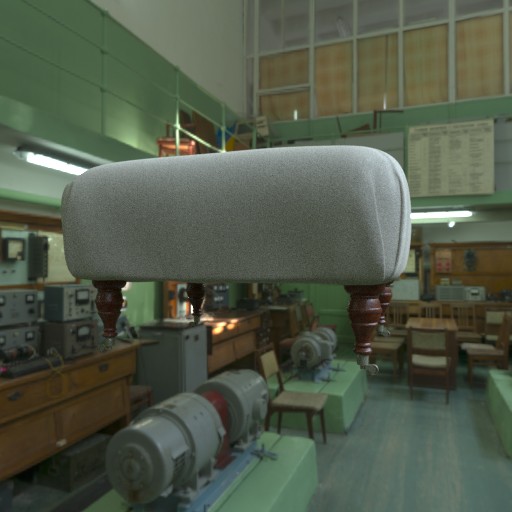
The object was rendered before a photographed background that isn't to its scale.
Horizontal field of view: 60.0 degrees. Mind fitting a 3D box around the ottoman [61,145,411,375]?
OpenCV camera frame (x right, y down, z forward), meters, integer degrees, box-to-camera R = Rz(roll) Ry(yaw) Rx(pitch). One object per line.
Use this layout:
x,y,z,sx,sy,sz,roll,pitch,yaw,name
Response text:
0.000,0.000,1.129,0.746,0.450,0.639,0,-1,20,ottoman
